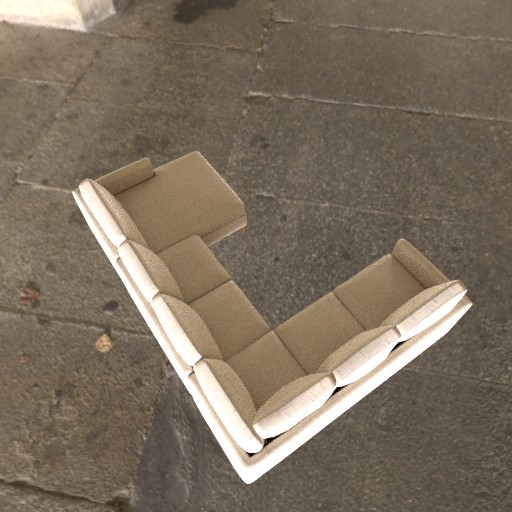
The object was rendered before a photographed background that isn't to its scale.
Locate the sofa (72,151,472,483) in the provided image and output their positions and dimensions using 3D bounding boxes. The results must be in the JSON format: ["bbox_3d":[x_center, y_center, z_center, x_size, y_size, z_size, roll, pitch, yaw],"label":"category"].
[{"bbox_3d":[0.000,0.000,4.695,2.594,0.961,3.460,-30,62,-18],"label":"sofa"}]
